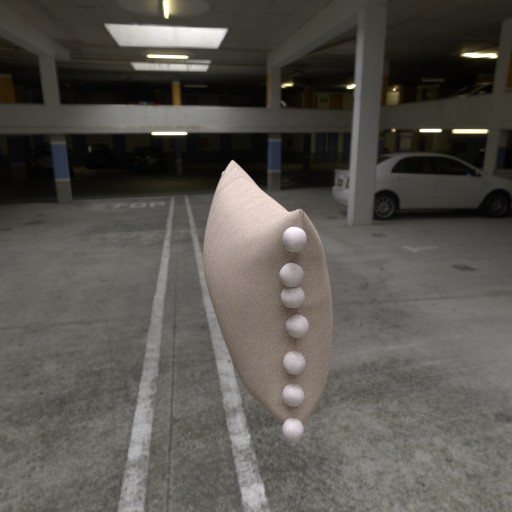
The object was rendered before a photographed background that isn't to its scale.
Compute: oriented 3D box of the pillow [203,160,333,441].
[{"bbox_3d":[0.000,0.000,0.861,0.201,0.322,0.709,-3,16,-10],"label":"pillow"}]
